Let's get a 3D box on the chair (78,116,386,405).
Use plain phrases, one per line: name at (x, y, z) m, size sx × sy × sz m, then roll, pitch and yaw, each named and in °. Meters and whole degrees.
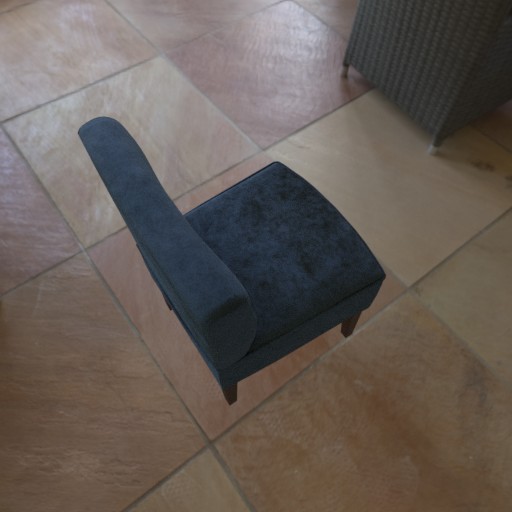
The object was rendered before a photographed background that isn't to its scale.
chair at (0.000, 0.000, 1.194) m, size 0.551 × 0.806 × 0.521 m, roll -30°, pitch 63°, yaw -17°
